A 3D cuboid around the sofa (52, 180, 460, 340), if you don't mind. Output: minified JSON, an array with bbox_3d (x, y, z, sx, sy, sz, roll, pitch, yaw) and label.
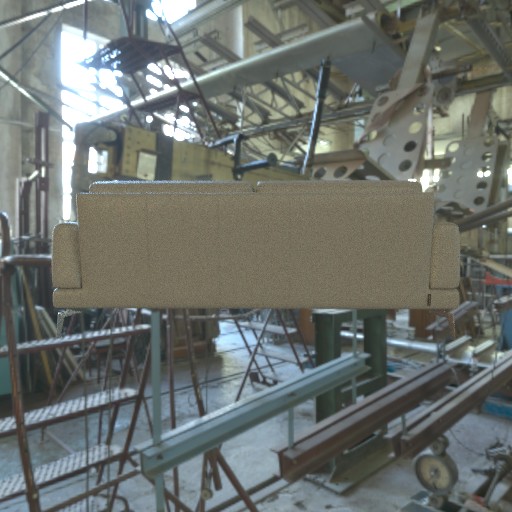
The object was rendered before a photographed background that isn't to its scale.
[{"bbox_3d":[0.000,0.000,2.489,1.940,0.765,0.974,0,1,1],"label":"sofa"}]
